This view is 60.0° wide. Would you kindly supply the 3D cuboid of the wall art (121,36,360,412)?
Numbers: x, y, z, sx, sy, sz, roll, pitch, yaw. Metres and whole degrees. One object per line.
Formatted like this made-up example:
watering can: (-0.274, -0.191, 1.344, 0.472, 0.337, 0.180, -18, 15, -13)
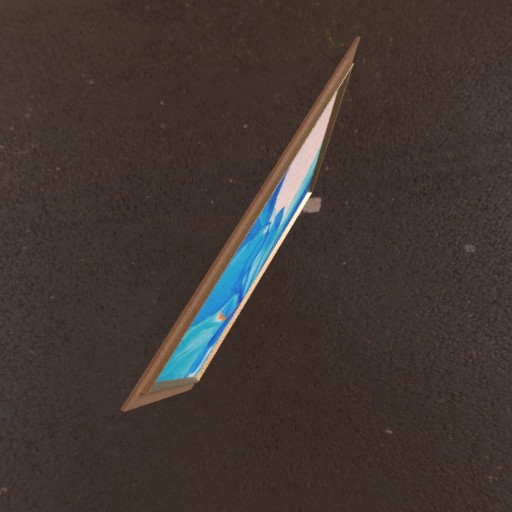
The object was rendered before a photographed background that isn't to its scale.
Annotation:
wall art: (0.000, 0.000, 1.648, 0.025, 1.067, 1.168, 30, 78, 7)
